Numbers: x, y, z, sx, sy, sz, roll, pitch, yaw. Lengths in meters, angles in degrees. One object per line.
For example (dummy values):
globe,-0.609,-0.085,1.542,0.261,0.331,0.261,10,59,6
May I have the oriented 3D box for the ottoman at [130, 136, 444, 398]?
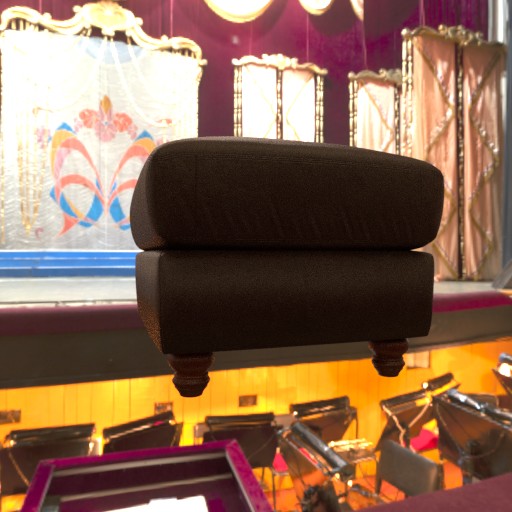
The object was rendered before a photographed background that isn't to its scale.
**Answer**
ottoman,0.000,0.000,1.268,0.670,0.569,0.806,0,0,-18
